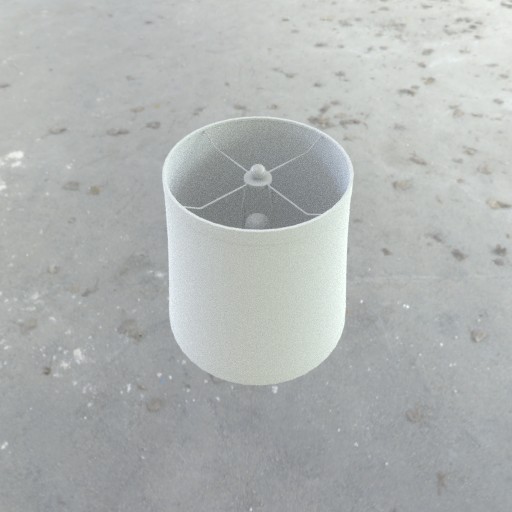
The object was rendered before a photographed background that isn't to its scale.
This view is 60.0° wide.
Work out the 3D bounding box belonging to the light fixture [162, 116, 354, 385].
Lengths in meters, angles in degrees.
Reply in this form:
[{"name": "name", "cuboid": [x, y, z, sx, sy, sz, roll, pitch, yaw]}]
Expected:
[{"name": "light fixture", "cuboid": [0.000, 0.000, 0.267, 0.100, 0.172, 0.157, -1, 47, -1]}]
